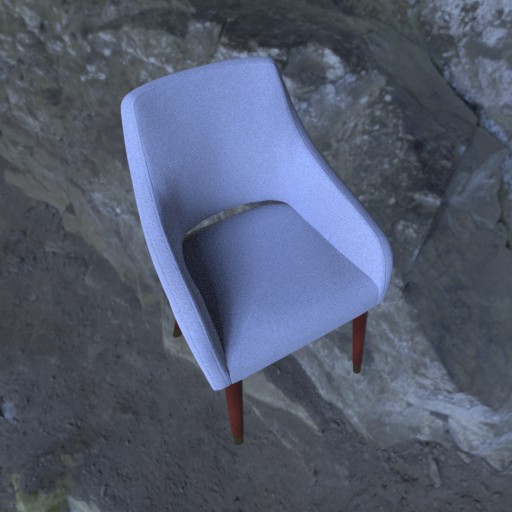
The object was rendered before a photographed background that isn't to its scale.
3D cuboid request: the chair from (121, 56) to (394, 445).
[{"bbox_3d":[0.000,0.000,1.292,0.609,0.889,0.600,-24,52,-20],"label":"chair"}]
